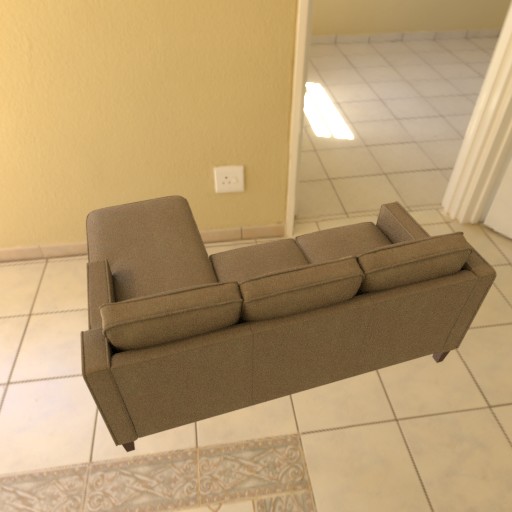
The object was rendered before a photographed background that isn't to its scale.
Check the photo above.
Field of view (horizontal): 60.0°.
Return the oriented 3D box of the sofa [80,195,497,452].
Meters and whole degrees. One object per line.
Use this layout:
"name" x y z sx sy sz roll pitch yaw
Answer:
"sofa" 0.000 0.000 3.162 2.317 1.081 1.858 -12 44 -13
